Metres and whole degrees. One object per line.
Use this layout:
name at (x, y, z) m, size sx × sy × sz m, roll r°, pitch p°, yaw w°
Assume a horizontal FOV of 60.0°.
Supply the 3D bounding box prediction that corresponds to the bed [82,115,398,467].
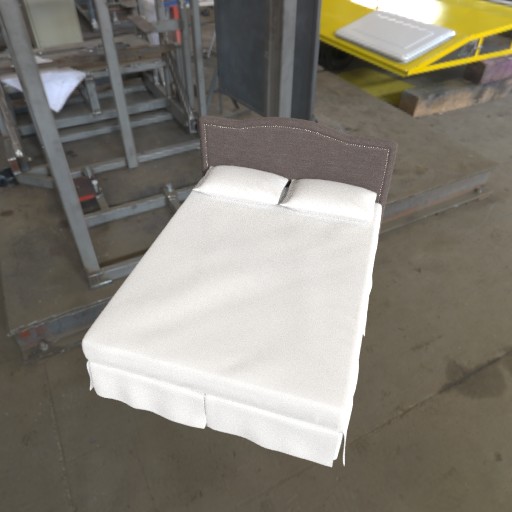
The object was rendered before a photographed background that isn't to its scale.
bed at (0.000, 0.000, 3.973) m, size 2.161 × 1.457 × 2.689 m, roll 11°, pitch 43°, yaw 13°
